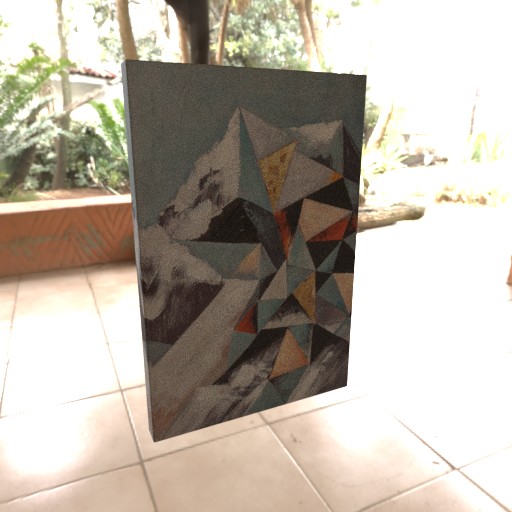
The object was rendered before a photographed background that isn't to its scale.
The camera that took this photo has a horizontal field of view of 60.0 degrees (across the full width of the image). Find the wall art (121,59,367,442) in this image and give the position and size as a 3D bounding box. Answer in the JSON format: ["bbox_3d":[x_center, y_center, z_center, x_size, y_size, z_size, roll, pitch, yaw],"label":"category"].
[{"bbox_3d":[0.000,0.000,1.165,0.609,0.911,0.061,-7,17,-24],"label":"wall art"}]
